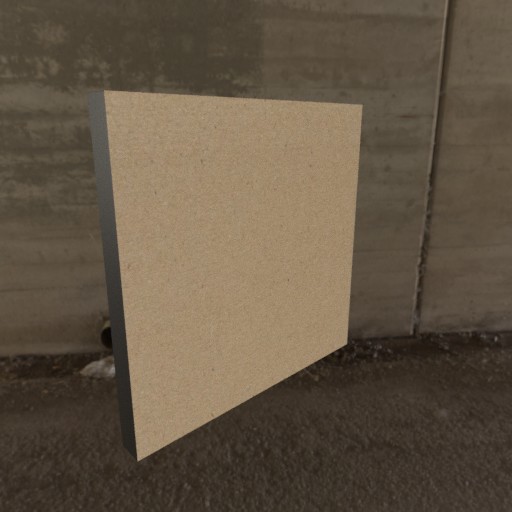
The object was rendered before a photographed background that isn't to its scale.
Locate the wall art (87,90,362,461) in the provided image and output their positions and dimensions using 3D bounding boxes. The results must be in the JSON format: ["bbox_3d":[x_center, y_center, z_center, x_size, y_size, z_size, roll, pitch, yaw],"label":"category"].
[{"bbox_3d":[0.000,0.000,0.478,0.327,0.318,0.029,-15,22,-42],"label":"wall art"}]
